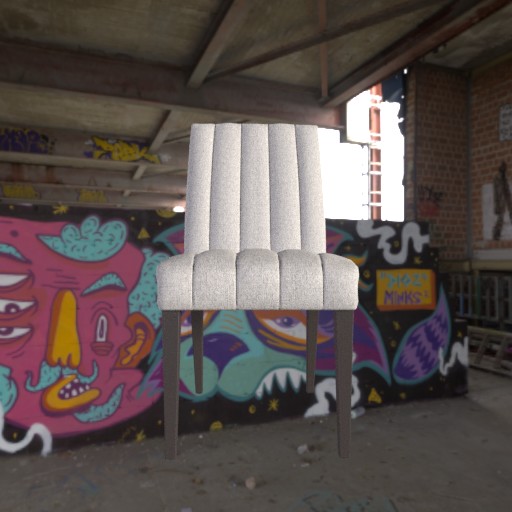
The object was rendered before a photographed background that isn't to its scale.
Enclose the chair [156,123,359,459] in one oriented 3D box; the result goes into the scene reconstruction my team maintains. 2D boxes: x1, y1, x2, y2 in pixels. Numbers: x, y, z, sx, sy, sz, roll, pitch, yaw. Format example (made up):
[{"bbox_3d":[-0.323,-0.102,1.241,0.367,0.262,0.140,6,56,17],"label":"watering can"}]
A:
[{"bbox_3d":[0.000,0.000,1.386,0.511,1.016,0.647,0,-1,-1],"label":"chair"}]
